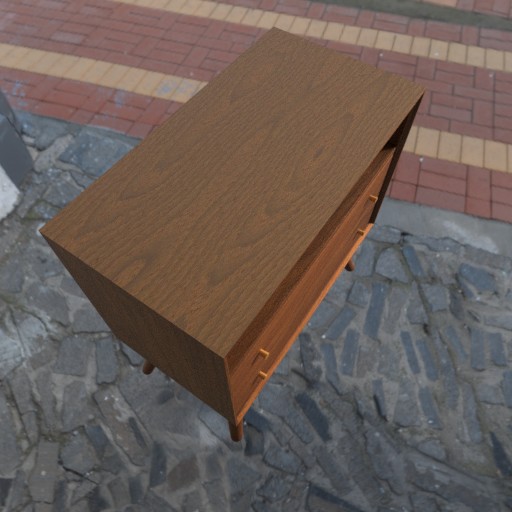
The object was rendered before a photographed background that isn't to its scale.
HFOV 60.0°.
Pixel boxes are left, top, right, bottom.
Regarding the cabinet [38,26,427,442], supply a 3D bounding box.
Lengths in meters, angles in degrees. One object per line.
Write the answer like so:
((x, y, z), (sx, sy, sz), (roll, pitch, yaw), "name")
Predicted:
((0.000, 0.000, 1.147), (0.388, 0.748, 0.712), (30, 63, 17), "cabinet")
